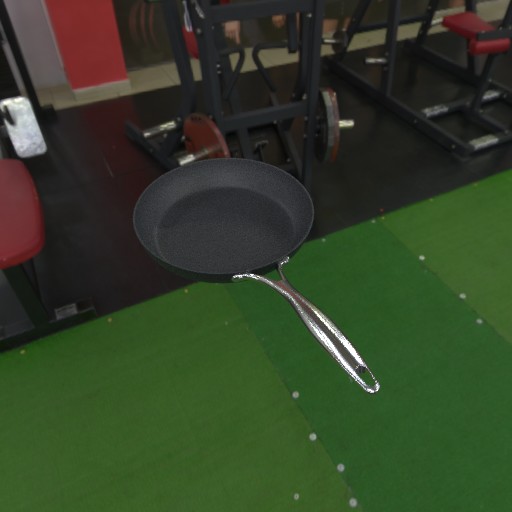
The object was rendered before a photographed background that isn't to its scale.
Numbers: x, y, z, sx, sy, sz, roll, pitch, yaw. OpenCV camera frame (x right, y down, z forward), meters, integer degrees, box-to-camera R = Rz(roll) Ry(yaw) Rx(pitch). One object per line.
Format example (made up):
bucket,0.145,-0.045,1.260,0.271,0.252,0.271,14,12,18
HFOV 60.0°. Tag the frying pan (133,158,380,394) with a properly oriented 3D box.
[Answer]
frying pan,0.000,0.000,0.562,0.255,0.105,0.472,-18,48,-17
